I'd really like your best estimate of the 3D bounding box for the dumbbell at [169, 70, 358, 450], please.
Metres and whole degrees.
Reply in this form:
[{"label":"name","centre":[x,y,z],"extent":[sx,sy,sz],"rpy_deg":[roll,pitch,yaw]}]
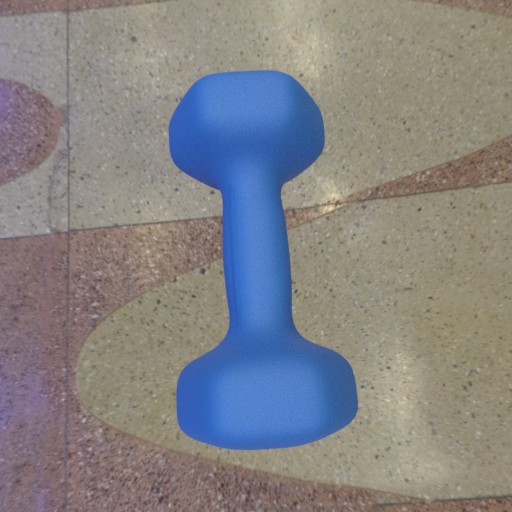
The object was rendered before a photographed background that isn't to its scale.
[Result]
[{"label":"dumbbell","centre":[0.000,0.000,0.268],"extent":[0.103,0.093,0.212],"rpy_deg":[-3,76,-1]}]
